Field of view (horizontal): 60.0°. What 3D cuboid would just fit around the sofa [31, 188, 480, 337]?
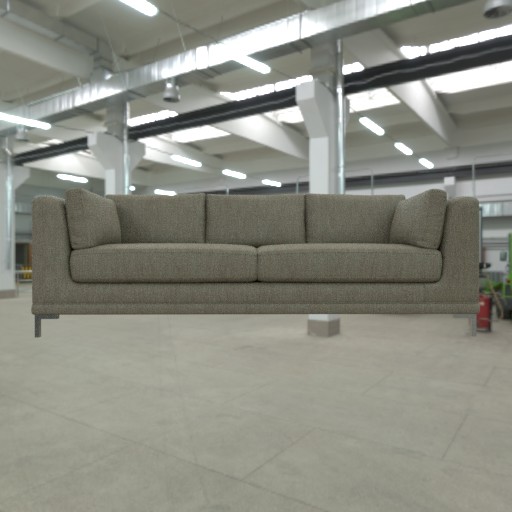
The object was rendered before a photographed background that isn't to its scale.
[{"bbox_3d":[0.000,0.000,2.839,2.415,0.867,0.969,0,0,-1],"label":"sofa"}]
